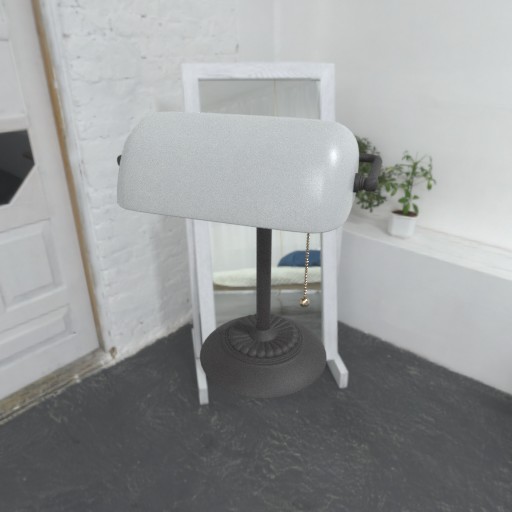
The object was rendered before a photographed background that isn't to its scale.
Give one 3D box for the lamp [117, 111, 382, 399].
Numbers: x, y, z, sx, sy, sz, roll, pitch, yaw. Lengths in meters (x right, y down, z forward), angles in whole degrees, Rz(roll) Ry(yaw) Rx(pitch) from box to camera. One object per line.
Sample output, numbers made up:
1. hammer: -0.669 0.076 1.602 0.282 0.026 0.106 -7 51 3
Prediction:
1. lamp: 0.000 0.000 0.528 0.264 0.339 0.243 9 28 16
